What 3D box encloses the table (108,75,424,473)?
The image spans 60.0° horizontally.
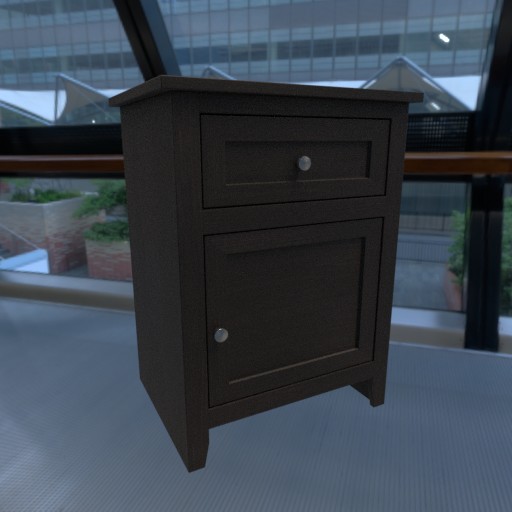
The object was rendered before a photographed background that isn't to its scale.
[{"bbox_3d":[0.000,0.000,0.929,0.480,0.635,0.381,-8,17,-27],"label":"table"}]
